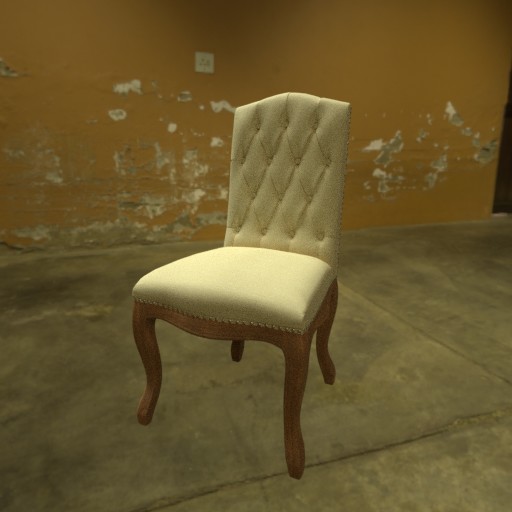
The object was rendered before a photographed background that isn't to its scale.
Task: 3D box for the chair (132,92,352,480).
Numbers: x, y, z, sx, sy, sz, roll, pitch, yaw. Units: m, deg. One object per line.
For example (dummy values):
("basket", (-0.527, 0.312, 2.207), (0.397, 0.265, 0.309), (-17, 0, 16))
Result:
("chair", (0.000, 0.000, 1.595), (0.623, 1.165, 0.715), (7, 16, 26))
